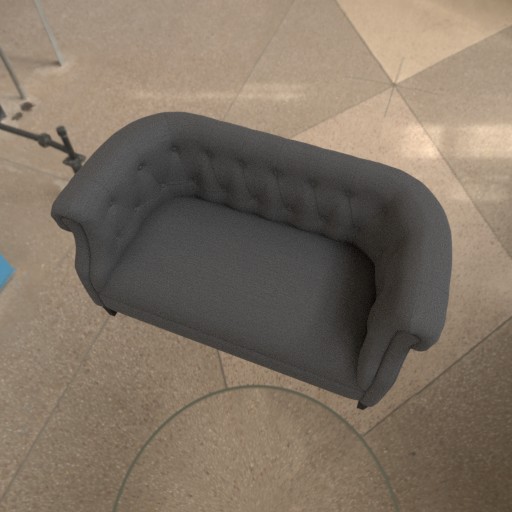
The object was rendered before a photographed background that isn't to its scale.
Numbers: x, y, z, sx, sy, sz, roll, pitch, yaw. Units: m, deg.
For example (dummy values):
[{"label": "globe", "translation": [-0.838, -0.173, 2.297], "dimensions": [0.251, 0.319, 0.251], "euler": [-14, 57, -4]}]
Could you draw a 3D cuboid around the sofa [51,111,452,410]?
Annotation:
[{"label": "sofa", "translation": [0.000, 0.000, 2.059], "dimensions": [1.558, 0.827, 0.835], "euler": [18, 60, 11]}]
